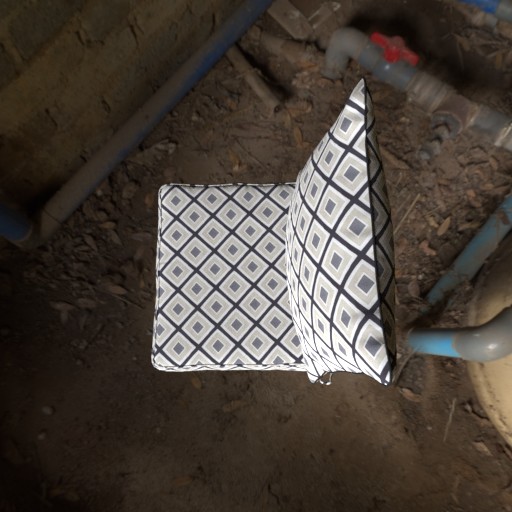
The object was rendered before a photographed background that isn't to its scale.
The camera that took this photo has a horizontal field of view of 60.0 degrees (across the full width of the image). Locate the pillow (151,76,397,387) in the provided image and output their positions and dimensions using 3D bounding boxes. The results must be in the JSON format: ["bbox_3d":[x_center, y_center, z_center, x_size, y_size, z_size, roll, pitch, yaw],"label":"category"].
[{"bbox_3d":[0.000,0.000,1.378,0.733,0.722,0.798,-1,76,0],"label":"pillow"}]
